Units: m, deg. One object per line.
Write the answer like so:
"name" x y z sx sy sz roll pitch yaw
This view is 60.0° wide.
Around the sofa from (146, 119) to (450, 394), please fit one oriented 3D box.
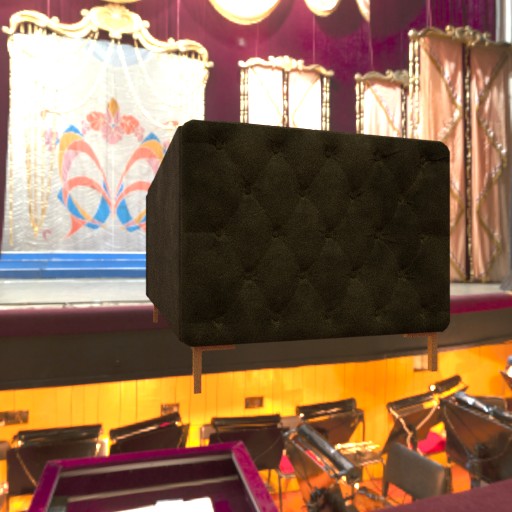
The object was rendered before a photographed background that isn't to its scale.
"sofa" 0.000 0.000 2.032 0.895 0.768 1.537 0 0 -17
